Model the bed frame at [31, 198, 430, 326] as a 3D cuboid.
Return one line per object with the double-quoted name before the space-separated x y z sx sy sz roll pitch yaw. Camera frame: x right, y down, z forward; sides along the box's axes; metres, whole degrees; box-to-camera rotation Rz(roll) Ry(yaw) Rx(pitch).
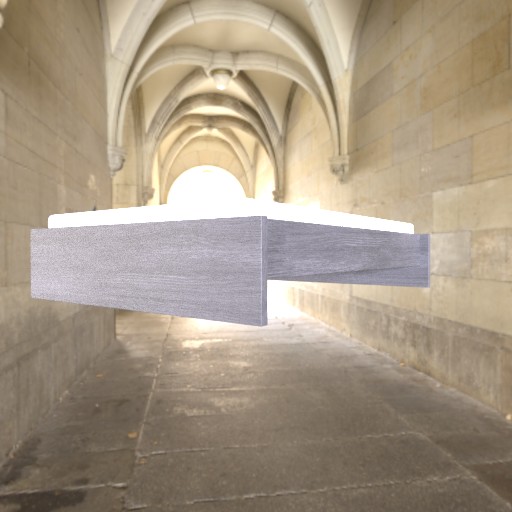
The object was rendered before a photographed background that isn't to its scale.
"bed frame" 0.000 0.000 2.658 1.490 0.432 1.950 0 1 37
